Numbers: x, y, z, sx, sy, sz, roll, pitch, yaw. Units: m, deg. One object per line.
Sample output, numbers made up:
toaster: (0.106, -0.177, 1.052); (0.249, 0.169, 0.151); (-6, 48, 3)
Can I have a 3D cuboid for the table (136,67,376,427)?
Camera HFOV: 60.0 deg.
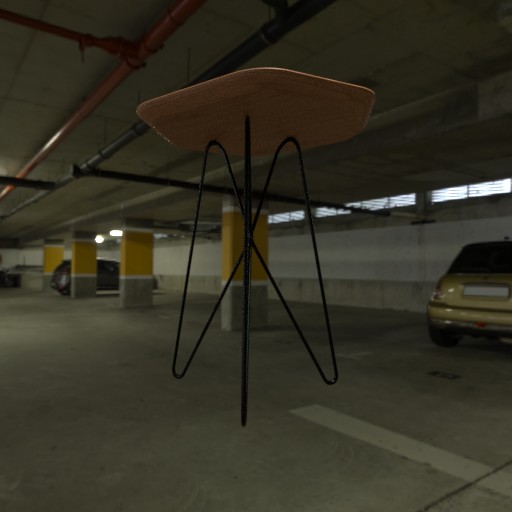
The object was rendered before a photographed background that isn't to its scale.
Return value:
table: (0.000, 0.000, 0.904); (0.500, 0.562, 0.400); (-1, -2, 36)
